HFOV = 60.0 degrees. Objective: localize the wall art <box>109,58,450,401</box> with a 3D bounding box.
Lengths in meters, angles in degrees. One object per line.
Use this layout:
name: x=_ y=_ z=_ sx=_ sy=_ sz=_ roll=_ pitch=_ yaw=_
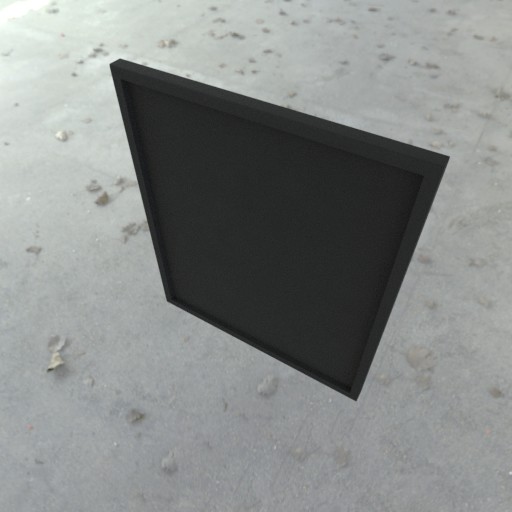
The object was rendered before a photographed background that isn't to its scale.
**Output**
wall art: x=0.000 y=0.000 z=0.689 sx=0.432 sy=0.508 sz=0.021 roll=24 pitch=52 yaw=21
